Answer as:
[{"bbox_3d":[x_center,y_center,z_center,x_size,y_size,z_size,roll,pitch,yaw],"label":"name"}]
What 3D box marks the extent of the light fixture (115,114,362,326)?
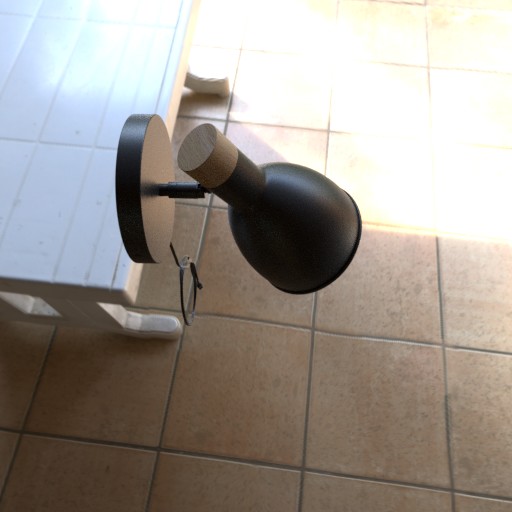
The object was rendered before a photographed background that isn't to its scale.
[{"bbox_3d":[0.000,0.000,0.500,0.203,0.401,0.127,1,65,1],"label":"light fixture"}]
